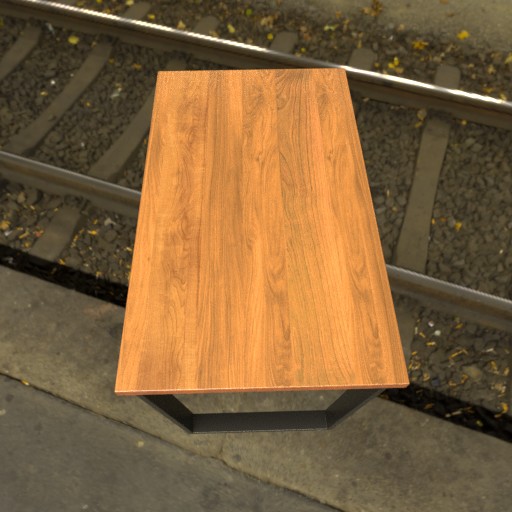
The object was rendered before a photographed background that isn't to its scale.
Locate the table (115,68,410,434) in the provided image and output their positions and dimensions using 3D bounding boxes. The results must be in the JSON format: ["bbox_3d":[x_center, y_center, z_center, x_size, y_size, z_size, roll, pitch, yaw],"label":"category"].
[{"bbox_3d":[0.000,0.000,1.705,0.714,0.760,1.205,-1,59,-1],"label":"table"}]
